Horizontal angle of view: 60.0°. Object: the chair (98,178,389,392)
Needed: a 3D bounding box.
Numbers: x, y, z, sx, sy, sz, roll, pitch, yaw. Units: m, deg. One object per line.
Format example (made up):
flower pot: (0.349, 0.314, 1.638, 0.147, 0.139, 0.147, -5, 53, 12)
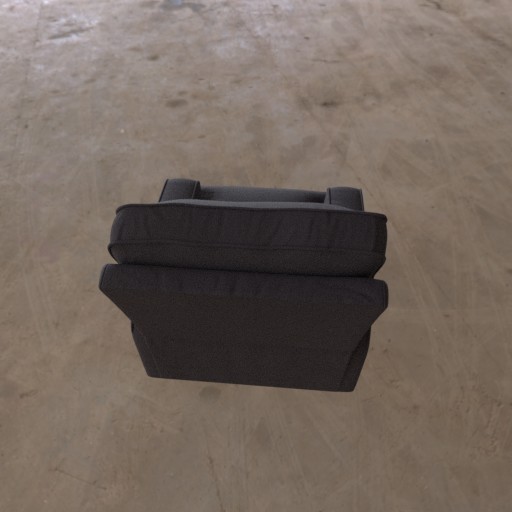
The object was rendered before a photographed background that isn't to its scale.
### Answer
chair: (0.000, 0.000, 1.699, 0.861, 0.962, 0.964, 3, 46, 3)
